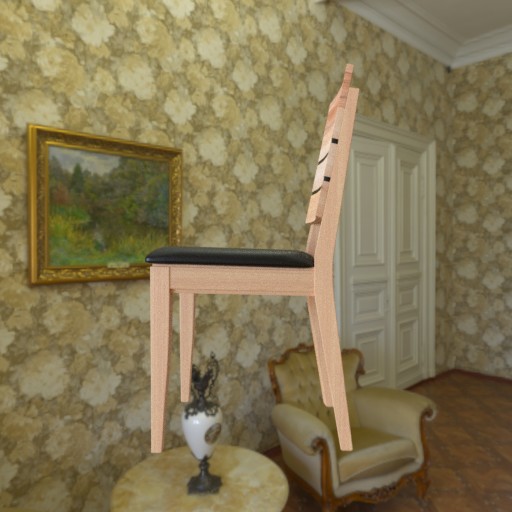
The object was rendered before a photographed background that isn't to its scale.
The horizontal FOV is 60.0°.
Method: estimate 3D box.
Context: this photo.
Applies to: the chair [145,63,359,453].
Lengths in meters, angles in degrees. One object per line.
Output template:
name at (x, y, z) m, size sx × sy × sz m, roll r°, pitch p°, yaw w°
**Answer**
chair at (0.000, 0.000, 1.239) m, size 0.520 × 0.940 × 0.410 m, roll 0°, pitch 1°, yaw 2°
